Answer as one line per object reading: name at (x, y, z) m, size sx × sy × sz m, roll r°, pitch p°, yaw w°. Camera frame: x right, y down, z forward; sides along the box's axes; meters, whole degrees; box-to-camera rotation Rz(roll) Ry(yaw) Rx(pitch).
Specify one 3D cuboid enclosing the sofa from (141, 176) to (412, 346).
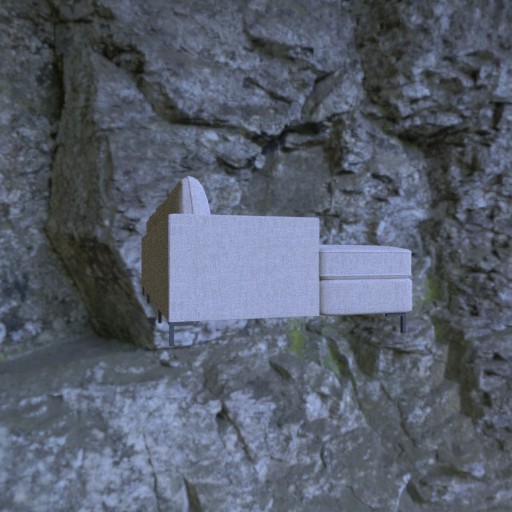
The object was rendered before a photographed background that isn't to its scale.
sofa at (0.000, 0.000, 4.311) m, size 2.021 × 0.996 × 3.423 m, roll 0°, pitch 0°, yaw -17°
